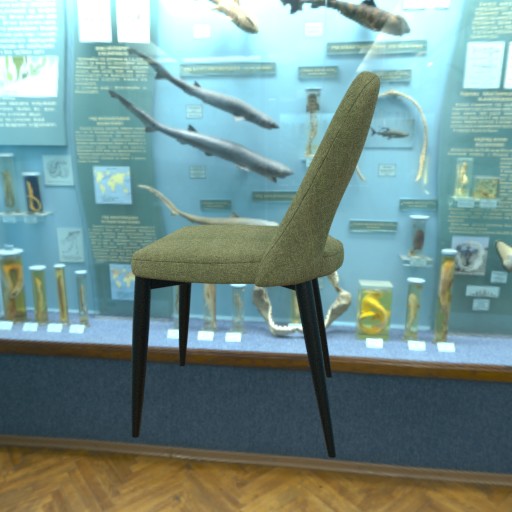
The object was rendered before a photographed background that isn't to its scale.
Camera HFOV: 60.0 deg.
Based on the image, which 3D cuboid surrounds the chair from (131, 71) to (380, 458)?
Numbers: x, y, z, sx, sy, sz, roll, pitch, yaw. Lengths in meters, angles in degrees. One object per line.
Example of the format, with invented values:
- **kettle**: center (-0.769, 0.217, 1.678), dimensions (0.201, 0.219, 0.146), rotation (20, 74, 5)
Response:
- **chair**: center (0.000, 0.000, 1.246), dimensions (0.612, 0.931, 0.470), rotation (2, 13, 8)
